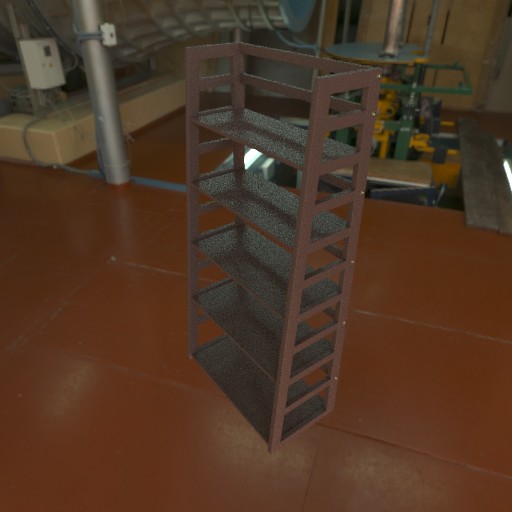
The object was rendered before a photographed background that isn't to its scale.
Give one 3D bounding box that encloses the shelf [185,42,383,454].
[{"bbox_3d":[0.000,0.000,1.942,0.403,1.600,0.763,-22,39,-30],"label":"shelf"}]
